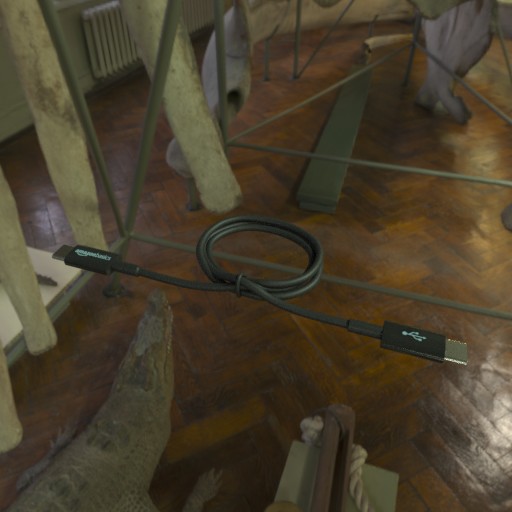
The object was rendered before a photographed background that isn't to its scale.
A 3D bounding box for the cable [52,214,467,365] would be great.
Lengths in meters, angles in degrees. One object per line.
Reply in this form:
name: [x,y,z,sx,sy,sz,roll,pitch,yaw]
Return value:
cable: [0.000,0.000,0.227,0.203,0.014,0.070,12,41,15]
